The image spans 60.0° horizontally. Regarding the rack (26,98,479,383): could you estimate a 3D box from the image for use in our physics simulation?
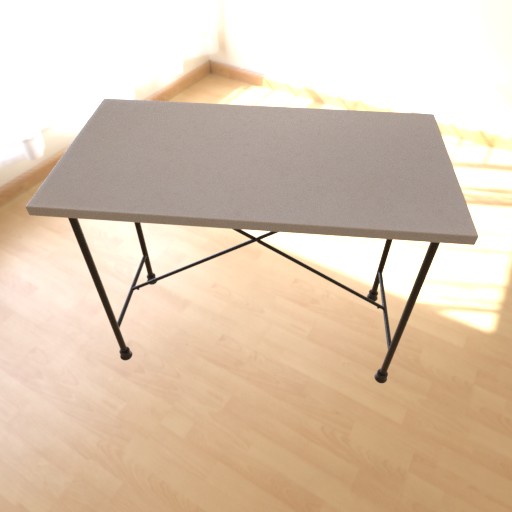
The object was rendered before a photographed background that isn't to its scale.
[{"bbox_3d":[0.000,0.000,1.652,1.159,0.880,0.613,4,46,4],"label":"rack"}]
